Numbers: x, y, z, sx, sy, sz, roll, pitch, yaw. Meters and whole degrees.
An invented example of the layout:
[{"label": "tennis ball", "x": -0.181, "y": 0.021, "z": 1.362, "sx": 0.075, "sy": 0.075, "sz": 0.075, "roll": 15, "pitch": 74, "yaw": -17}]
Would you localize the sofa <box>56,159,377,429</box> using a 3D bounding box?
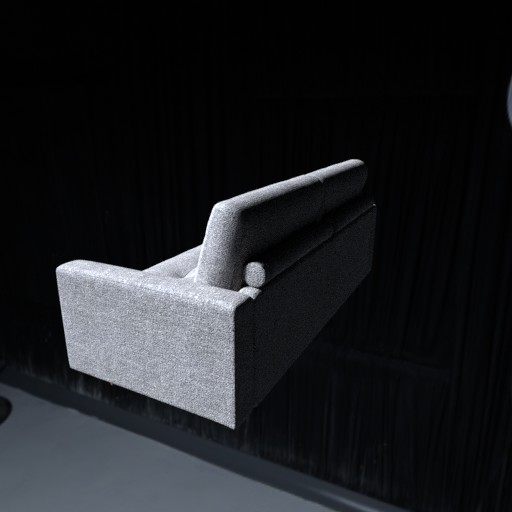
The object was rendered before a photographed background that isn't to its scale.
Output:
[{"label": "sofa", "x": 0.000, "y": 0.000, "z": 2.359, "sx": 0.863, "sy": 0.902, "sz": 1.821, "roll": 9, "pitch": 20, "yaw": 27}]
